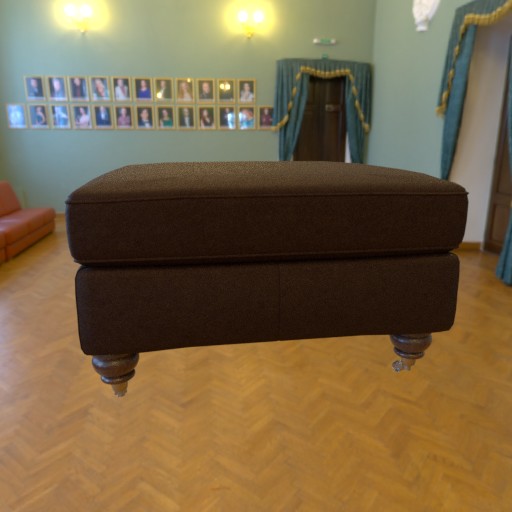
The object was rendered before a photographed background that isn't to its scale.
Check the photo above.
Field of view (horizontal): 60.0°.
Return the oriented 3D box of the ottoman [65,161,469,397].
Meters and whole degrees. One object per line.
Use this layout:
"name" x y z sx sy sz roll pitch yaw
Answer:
"ottoman" 0.000 0.000 1.779 1.187 0.730 0.967 -2 15 -8
